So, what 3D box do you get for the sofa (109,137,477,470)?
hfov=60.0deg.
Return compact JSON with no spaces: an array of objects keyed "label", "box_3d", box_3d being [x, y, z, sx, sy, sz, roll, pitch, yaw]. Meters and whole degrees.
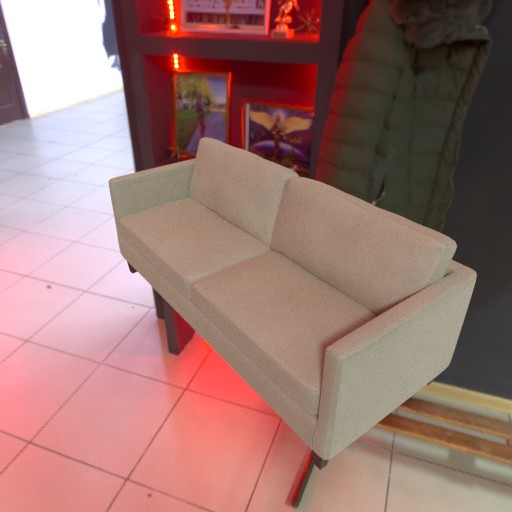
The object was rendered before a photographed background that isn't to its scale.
[{"label":"sofa","box_3d":[0.000,0.000,2.654,0.948,0.932,2.181,-22,37,-31]}]
